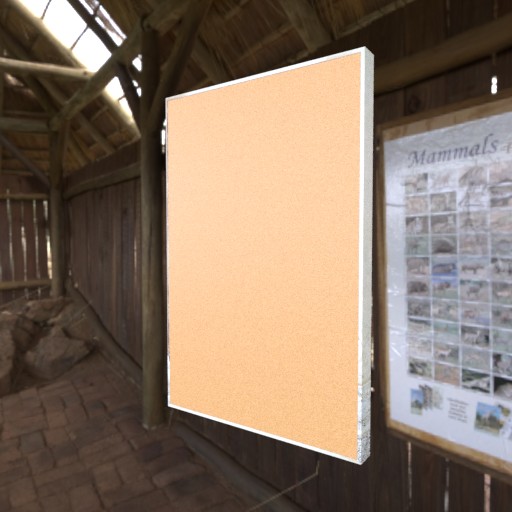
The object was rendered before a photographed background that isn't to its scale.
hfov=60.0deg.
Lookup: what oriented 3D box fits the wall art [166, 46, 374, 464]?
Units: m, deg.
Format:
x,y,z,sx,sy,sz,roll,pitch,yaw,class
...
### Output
x,y,z,sx,sy,sz,roll,pitch,yaw,class
0.000,0.000,0.773,0.403,0.607,0.036,1,3,35,wall art
